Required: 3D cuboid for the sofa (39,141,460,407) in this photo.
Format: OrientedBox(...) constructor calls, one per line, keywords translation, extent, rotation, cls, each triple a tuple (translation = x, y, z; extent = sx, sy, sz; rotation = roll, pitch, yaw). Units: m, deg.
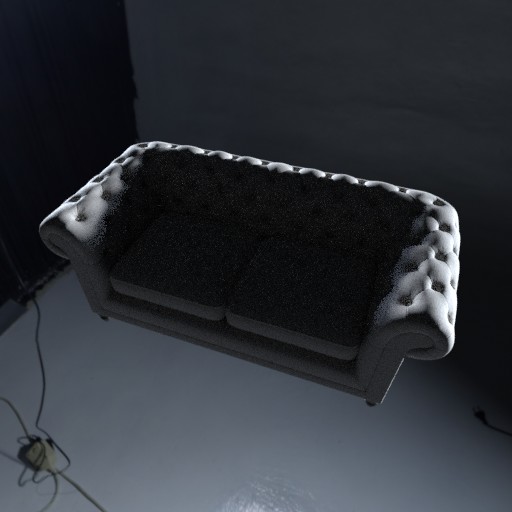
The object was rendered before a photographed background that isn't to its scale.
OrientedBox(translation=(0.000, 0.000, 2.464), extent=(1.998, 0.764, 0.986), rotation=(14, 43, 15), cls="sofa")
